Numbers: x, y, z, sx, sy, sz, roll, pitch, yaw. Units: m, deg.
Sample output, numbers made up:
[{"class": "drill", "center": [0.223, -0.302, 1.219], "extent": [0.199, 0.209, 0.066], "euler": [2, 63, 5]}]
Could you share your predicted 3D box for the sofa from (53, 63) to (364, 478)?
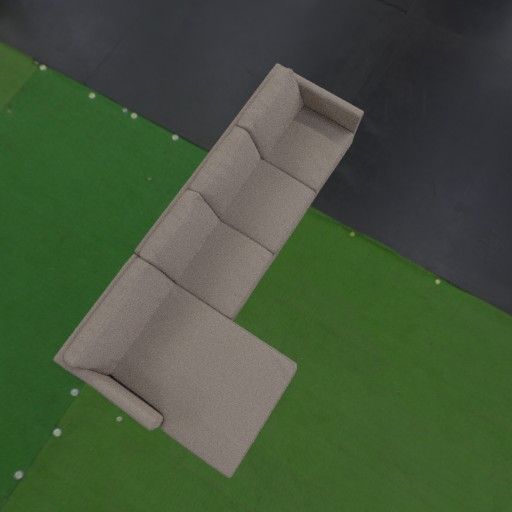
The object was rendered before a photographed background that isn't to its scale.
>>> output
[{"class": "sofa", "center": [0.000, 0.000, 3.826], "extent": [1.625, 0.846, 3.186], "euler": [32, 77, 8]}]
